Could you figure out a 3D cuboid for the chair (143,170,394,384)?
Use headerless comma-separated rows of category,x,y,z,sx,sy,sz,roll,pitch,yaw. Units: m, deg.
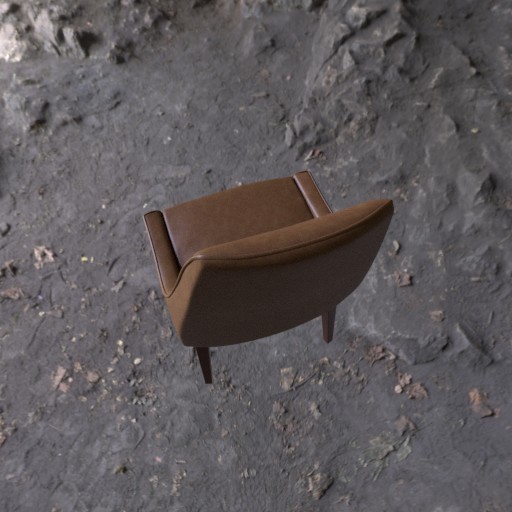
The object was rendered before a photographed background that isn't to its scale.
chair,0.000,0.000,1.202,0.529,0.861,0.544,-17,60,-10
